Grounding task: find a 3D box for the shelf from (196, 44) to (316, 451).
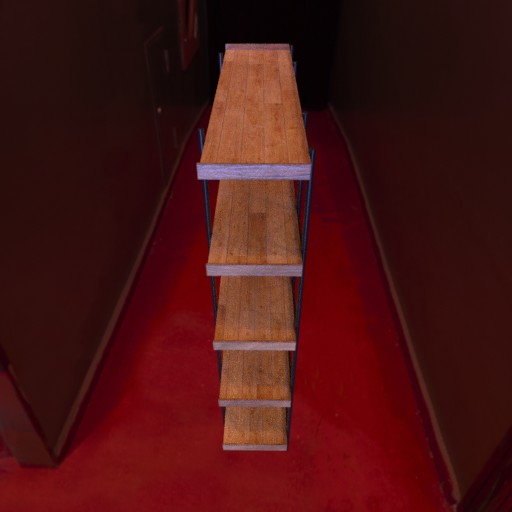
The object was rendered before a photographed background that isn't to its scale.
[{"bbox_3d":[0.000,0.000,2.400,0.379,1.826,1.371,0,39,0],"label":"shelf"}]
